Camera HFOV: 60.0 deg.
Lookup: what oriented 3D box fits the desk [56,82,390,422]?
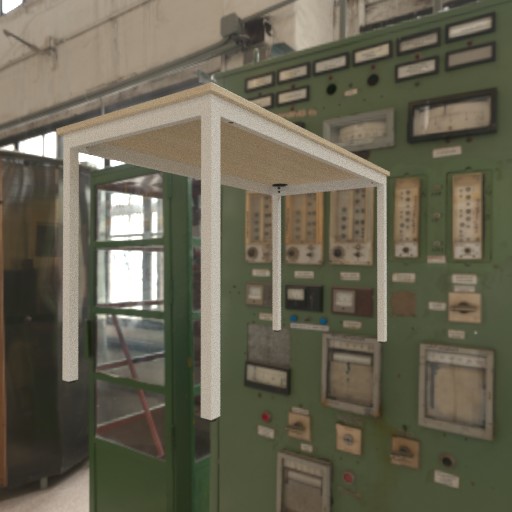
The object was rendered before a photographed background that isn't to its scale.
[{"bbox_3d":[0.000,0.000,1.625,0.600,0.750,1.200,0,-1,35],"label":"desk"}]
